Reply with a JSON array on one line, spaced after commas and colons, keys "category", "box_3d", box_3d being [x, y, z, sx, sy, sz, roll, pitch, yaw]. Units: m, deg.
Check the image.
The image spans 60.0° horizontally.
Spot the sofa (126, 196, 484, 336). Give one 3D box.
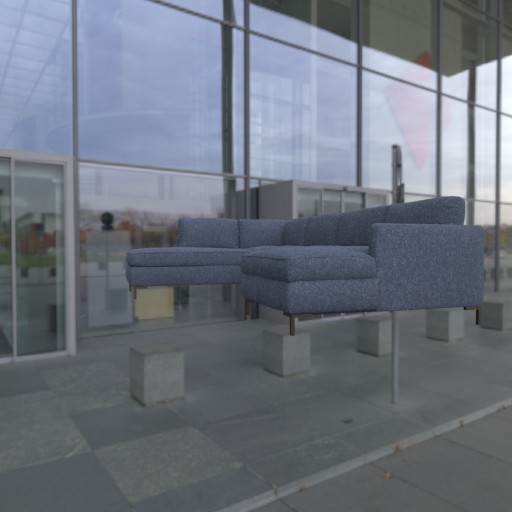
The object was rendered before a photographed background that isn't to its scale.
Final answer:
[{"category": "sofa", "box_3d": [0.000, 0.000, 3.777, 2.007, 0.813, 2.956, 0, 1, -19]}]
